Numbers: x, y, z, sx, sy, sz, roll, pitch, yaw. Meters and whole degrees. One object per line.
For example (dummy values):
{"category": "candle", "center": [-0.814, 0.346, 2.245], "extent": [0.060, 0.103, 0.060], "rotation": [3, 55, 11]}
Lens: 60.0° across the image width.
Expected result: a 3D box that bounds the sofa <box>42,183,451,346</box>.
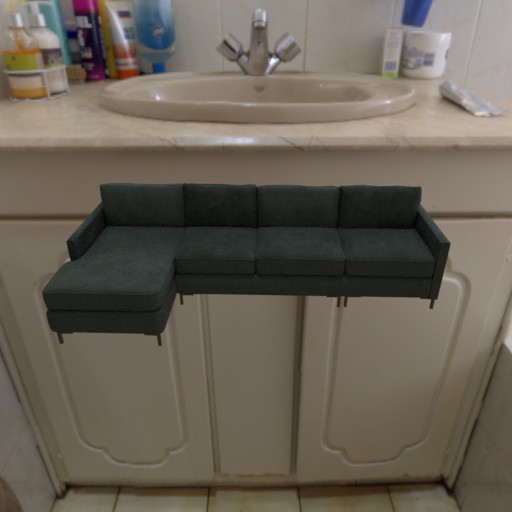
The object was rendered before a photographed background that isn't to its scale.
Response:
{"category": "sofa", "center": [0.000, 0.000, 4.121], "extent": [3.400, 0.967, 1.500], "rotation": [1, 29, 2]}
